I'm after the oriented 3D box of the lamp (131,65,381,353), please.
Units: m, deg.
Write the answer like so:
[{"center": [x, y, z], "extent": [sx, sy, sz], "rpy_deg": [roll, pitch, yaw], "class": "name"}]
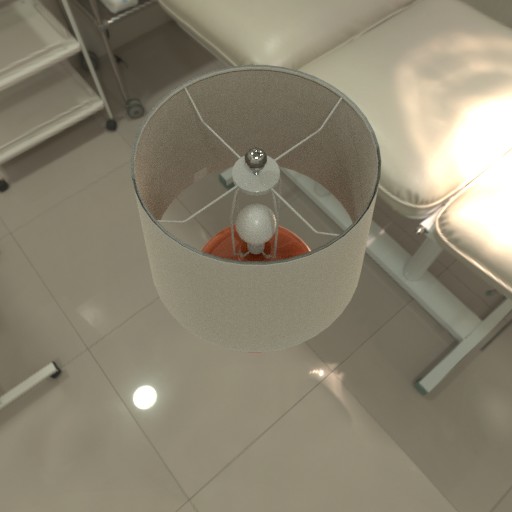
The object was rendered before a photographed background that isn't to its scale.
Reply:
[{"center": [0.000, 0.000, 0.538], "extent": [0.247, 0.387, 0.247], "rpy_deg": [0, 64, 0], "class": "lamp"}]
